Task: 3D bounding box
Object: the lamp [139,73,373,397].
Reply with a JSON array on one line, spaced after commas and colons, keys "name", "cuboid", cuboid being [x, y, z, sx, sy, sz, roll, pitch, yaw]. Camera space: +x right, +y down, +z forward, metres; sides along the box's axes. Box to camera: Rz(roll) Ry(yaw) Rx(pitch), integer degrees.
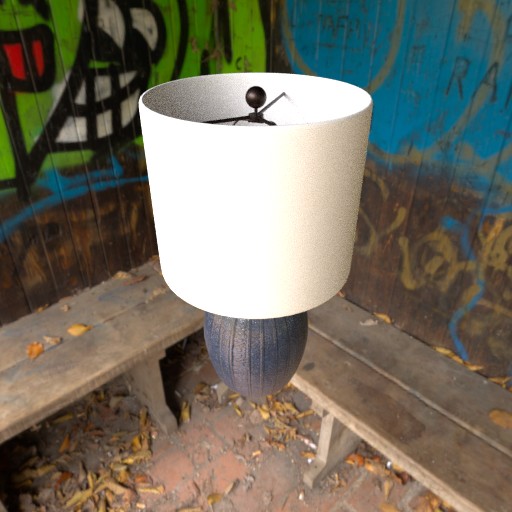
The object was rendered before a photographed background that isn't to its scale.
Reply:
[{"name": "lamp", "cuboid": [0.000, 0.000, 0.781, 0.329, 0.570, 0.329, 10, 34, 15]}]
